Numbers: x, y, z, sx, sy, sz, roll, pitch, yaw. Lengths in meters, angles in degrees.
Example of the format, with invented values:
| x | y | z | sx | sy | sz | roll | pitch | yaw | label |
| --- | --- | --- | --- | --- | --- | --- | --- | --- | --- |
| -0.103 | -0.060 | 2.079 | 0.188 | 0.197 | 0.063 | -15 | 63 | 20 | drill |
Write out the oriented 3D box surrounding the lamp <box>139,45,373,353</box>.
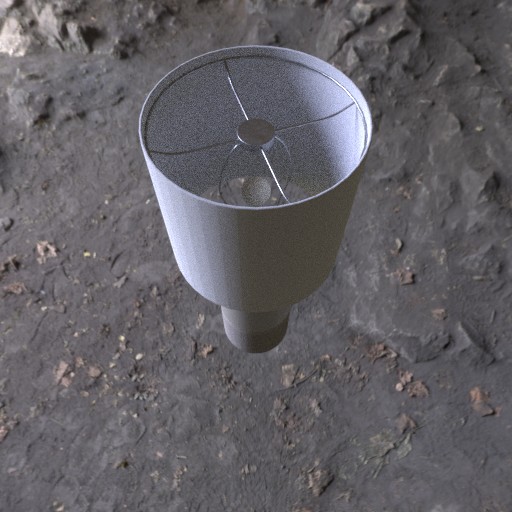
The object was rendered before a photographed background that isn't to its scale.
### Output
| x | y | z | sx | sy | sz | roll | pitch | yaw | label |
| --- | --- | --- | --- | --- | --- | --- | --- | --- | --- |
| 0.000 | 0.000 | 0.614 | 0.212 | 0.493 | 0.212 | -16 | 60 | -10 | lamp |
